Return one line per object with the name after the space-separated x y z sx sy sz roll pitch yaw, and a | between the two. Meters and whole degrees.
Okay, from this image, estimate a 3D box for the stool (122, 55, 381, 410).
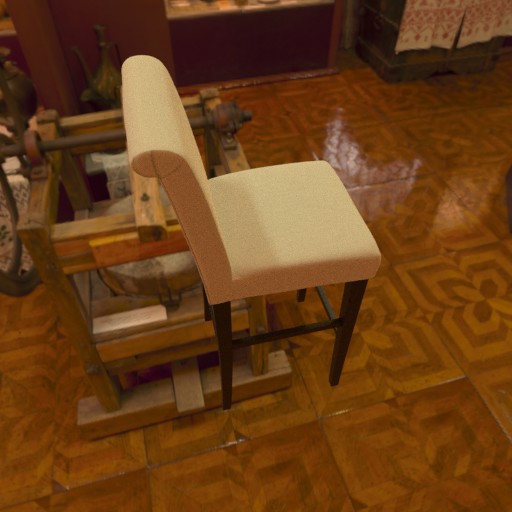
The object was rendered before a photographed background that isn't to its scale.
0.000 0.000 1.402 0.597 1.124 0.452 -10 47 -9 | stool
